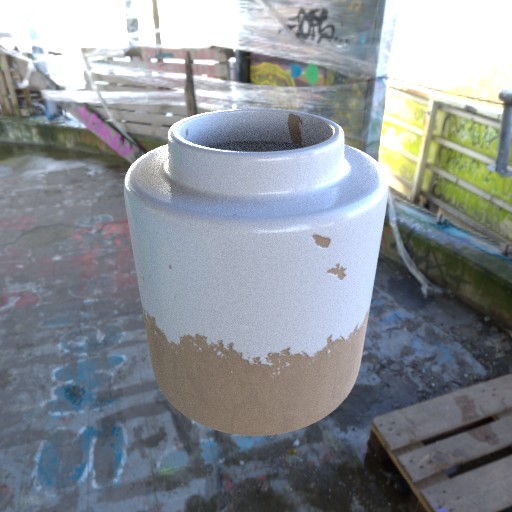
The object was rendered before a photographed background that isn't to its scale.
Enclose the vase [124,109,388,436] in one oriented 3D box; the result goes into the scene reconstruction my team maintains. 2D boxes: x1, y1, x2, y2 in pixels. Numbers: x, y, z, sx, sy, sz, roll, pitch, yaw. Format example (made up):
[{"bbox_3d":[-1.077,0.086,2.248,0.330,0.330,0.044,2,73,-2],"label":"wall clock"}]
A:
[{"bbox_3d":[0.000,0.000,0.291,0.153,0.167,0.153,0,31,0],"label":"vase"}]
